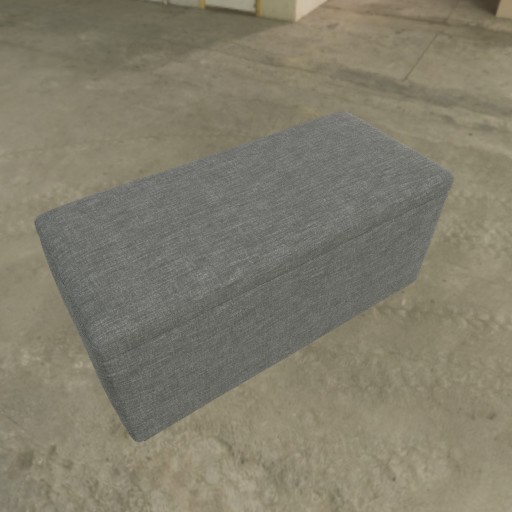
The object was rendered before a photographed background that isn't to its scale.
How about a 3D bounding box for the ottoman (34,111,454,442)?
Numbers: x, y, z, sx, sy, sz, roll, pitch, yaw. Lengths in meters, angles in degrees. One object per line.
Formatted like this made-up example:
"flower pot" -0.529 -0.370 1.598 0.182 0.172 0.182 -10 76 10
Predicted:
"ottoman" 0.000 0.000 1.124 0.902 0.432 0.419 -25 50 -23
